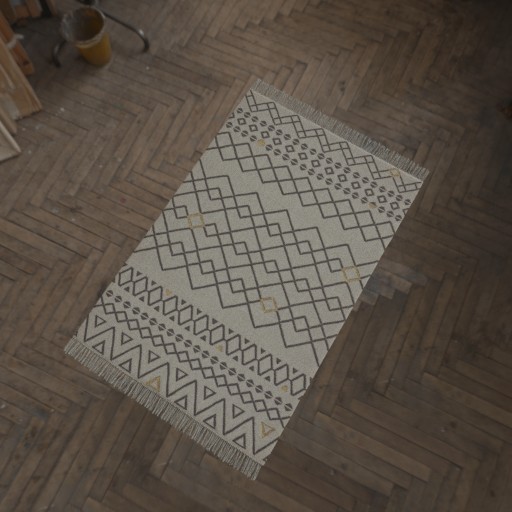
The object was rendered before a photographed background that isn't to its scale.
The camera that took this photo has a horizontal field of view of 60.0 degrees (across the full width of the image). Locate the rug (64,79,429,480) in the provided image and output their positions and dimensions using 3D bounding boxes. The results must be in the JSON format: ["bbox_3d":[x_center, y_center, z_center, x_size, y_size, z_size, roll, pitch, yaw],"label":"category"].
[{"bbox_3d":[0.000,0.000,3.091,1.495,0.035,2.472,31,77,8],"label":"rug"}]
